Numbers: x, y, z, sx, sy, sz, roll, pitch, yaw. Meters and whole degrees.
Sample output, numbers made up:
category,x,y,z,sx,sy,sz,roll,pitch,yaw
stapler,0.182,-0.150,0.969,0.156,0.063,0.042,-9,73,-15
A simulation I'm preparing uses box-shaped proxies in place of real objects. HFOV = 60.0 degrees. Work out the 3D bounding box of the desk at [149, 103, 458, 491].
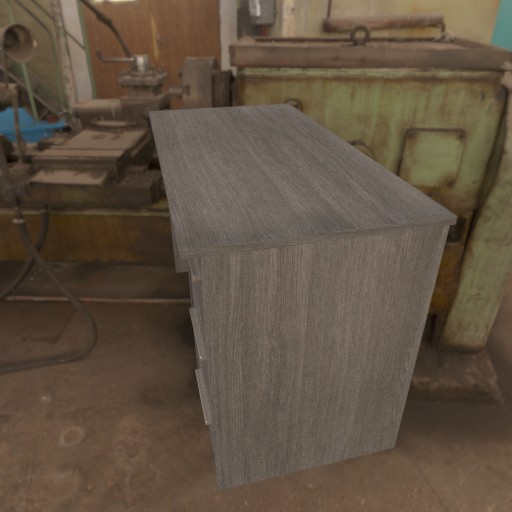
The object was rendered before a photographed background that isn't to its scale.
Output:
category,x,y,z,sx,sy,sz,roll,pitch,yaw
desk,0.000,0.000,1.481,0.560,0.735,1.097,-8,32,-12
